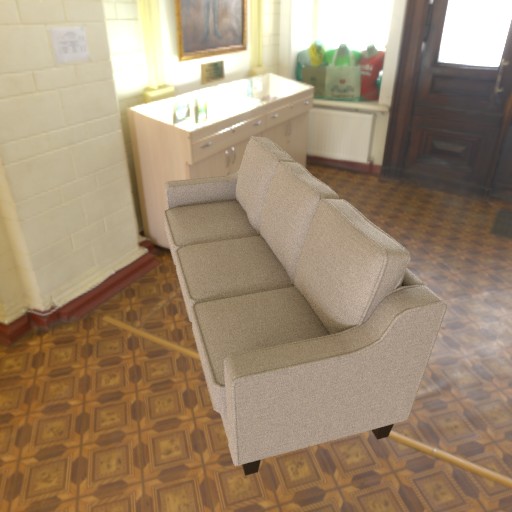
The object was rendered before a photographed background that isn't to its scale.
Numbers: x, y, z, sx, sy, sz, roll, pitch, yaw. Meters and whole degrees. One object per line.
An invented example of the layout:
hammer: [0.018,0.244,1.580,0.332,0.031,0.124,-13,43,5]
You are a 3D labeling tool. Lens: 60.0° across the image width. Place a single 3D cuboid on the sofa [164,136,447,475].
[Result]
sofa: [0.000,0.000,2.607,0.899,0.950,2.129,-8,30,-14]
